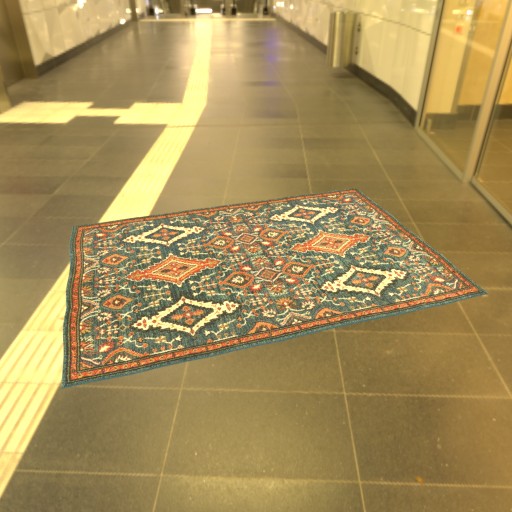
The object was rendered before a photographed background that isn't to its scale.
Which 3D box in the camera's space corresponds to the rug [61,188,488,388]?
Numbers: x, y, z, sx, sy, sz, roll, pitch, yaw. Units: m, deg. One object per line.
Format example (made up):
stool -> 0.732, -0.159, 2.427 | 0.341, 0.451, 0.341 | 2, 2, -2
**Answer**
rug -> 0.000, 0.000, 2.941 | 2.373, 0.009, 1.622 | -10, 33, -15
